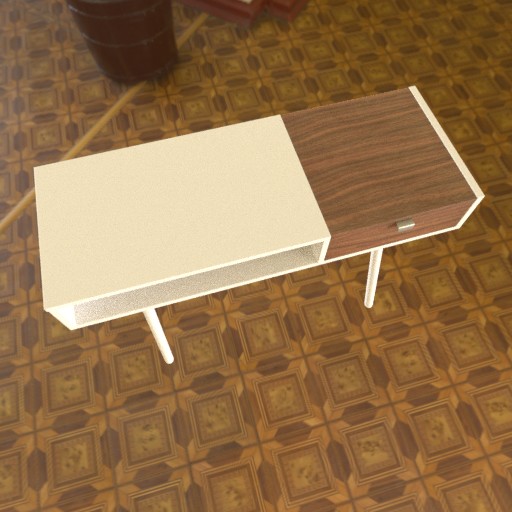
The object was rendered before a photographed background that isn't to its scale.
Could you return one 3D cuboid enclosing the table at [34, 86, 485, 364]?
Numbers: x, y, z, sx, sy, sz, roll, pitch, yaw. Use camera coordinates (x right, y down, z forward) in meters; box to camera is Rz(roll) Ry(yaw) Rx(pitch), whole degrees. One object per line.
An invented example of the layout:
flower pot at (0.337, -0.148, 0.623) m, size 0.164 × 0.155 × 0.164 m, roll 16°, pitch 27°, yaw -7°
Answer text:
table at (0.000, 0.000, 1.459) m, size 1.066 × 0.785 × 0.418 m, roll -14°, pitch 64°, yaw -7°
